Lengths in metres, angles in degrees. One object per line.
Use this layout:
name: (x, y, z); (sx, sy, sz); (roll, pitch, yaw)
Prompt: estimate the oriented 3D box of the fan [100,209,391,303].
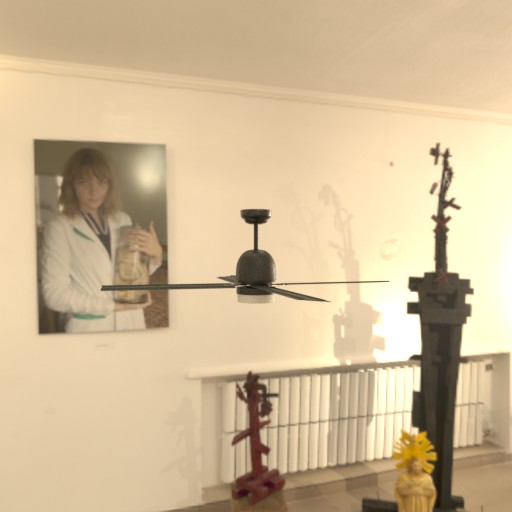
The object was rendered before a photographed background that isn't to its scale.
fan: (0.000, 0.000, 1.994); (1.319, 0.410, 1.319); (0, 1, -17)
